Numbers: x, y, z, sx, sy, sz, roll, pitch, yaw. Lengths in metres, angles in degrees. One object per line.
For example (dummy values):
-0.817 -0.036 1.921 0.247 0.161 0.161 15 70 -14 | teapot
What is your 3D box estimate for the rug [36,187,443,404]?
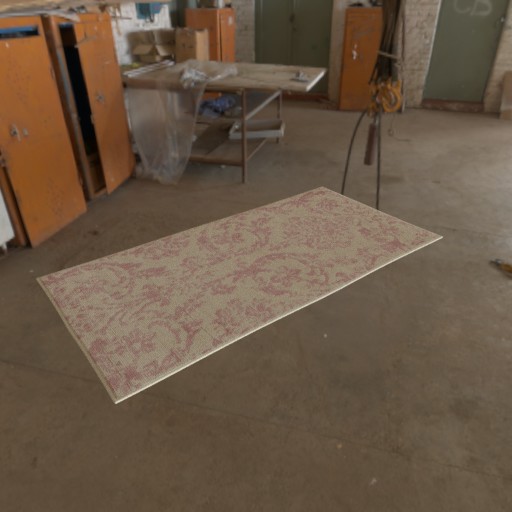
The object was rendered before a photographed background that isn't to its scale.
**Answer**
0.000 0.000 1.459 1.219 0.007 0.604 -21 37 -32 | rug
